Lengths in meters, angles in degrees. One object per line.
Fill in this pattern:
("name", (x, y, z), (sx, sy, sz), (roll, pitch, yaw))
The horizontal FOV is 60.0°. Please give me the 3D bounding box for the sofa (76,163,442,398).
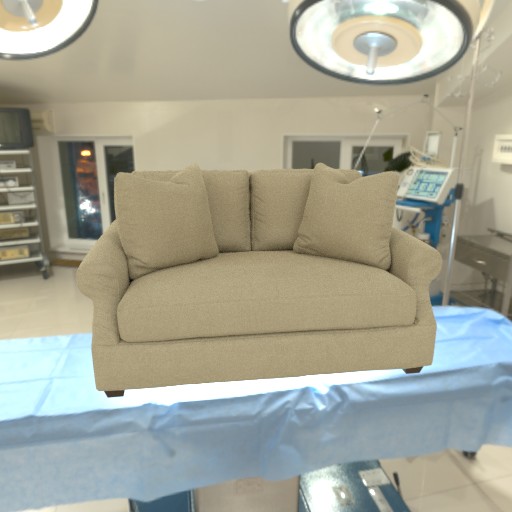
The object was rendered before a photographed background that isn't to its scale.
("sofa", (0.000, 0.000, 2.220), (1.550, 0.905, 1.070), (-2, 15, -8))
